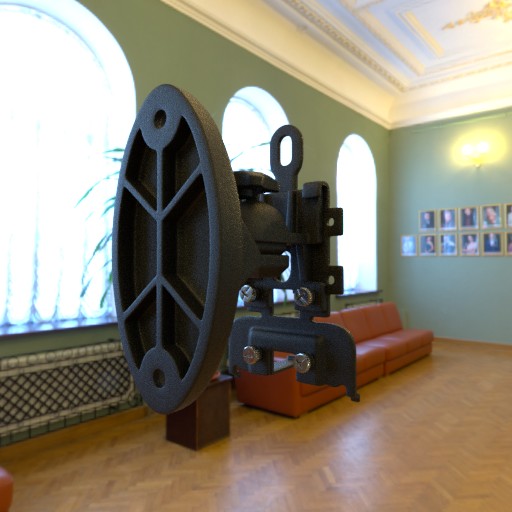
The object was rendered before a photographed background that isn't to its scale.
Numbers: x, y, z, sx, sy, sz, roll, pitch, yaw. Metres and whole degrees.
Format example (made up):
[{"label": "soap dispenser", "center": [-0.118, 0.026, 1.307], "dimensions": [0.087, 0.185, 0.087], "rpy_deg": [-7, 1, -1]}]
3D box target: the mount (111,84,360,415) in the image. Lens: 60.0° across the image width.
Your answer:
[{"label": "mount", "center": [0.000, 0.000, 0.180], "dimensions": [0.066, 0.118, 0.100], "rpy_deg": [-1, -1, 38]}]
